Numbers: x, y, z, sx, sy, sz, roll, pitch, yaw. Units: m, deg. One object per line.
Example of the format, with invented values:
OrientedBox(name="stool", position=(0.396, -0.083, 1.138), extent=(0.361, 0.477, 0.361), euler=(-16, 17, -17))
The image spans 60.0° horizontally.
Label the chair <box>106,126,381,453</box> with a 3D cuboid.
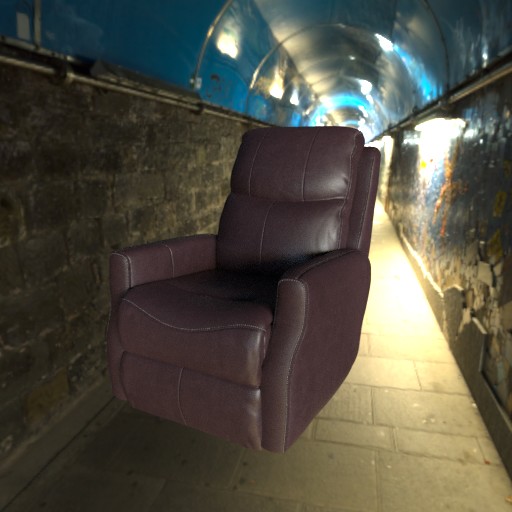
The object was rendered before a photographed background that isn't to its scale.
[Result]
OrientedBox(name="chair", position=(0.000, 0.000, 1.784), extent=(0.829, 1.030, 1.080), euler=(7, 16, 27))
